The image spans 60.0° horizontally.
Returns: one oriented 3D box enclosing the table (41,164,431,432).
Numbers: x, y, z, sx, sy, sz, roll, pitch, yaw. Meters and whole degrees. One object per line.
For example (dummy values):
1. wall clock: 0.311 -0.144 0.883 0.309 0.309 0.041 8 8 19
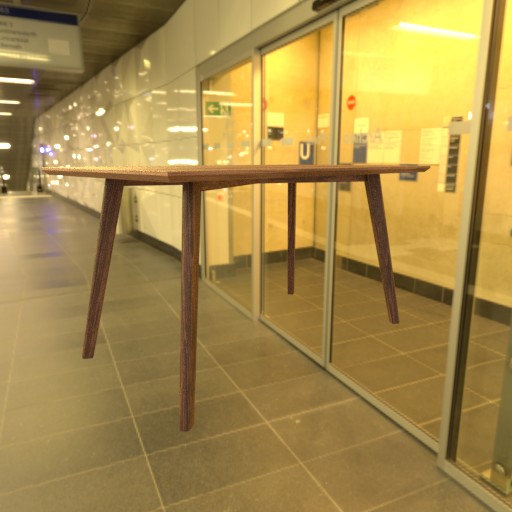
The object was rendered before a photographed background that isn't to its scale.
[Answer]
1. table: 0.000 0.000 1.830 1.349 0.724 0.801 -12 17 -43
